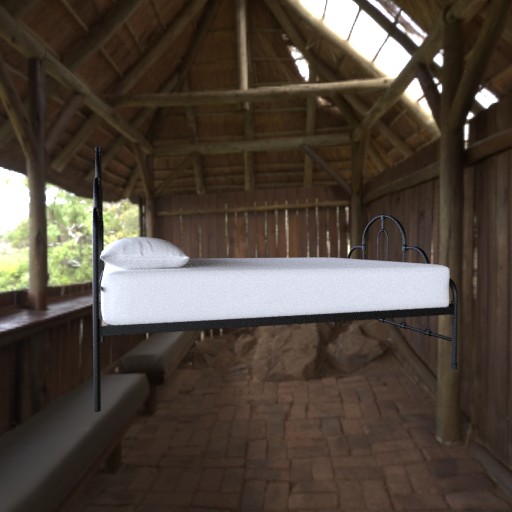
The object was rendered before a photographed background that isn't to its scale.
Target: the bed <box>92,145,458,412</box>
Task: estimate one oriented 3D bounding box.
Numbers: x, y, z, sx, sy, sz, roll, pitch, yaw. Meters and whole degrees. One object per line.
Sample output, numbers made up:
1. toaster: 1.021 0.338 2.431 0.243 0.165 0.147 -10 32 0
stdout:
1. bed: 0.000 0.000 3.223 2.181 1.444 1.626 -1 2 -18
